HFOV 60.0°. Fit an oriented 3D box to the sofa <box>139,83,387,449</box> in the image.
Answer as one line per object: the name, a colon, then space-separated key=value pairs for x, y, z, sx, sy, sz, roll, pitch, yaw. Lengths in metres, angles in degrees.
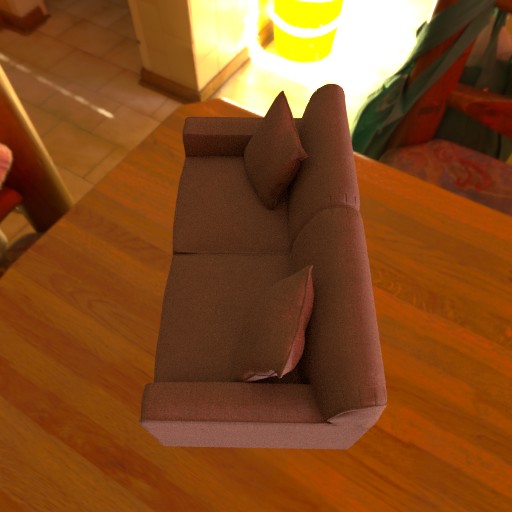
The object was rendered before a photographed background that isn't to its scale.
sofa: x=0.000 y=0.000 z=2.415 sx=1.000 sy=0.958 sz=1.846 roll=1 pitch=58 yaw=0
